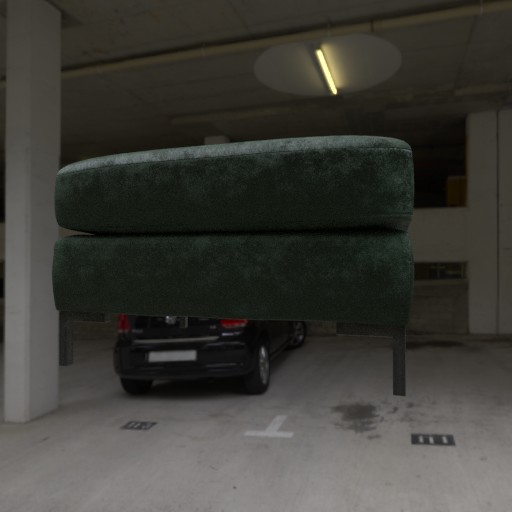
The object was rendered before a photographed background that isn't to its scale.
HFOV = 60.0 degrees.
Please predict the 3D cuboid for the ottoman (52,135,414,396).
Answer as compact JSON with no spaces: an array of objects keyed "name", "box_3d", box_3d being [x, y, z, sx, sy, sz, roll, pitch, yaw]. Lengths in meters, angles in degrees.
[{"name":"ottoman","box_3d":[0.000,0.000,1.272,0.839,0.538,0.701,0,0,18]}]
